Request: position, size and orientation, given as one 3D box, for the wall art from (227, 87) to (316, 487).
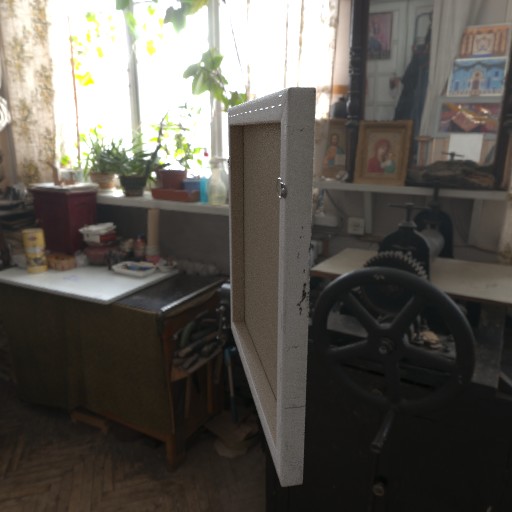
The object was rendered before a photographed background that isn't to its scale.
[{"bbox_3d":[0.000,0.000,0.924,0.040,0.611,0.610,-3,16,-10],"label":"wall art"}]
